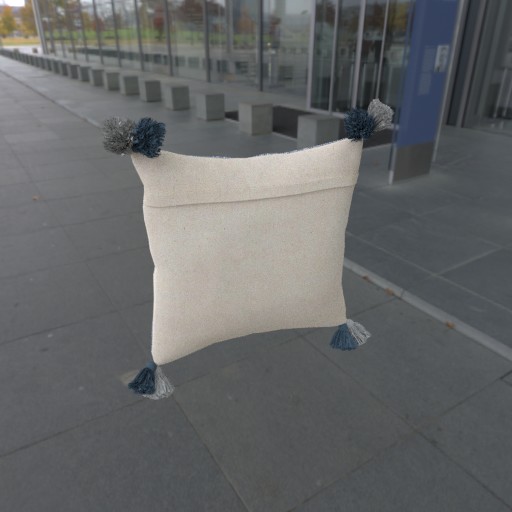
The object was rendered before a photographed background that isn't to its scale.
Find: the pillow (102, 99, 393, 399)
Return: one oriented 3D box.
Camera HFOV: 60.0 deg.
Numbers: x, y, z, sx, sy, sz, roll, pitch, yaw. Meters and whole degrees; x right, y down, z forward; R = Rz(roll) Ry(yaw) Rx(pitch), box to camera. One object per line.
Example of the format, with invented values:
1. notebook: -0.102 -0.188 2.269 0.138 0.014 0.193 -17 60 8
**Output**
1. pillow: 0.000 0.000 0.960 0.614 0.634 0.138 -8 28 -16
